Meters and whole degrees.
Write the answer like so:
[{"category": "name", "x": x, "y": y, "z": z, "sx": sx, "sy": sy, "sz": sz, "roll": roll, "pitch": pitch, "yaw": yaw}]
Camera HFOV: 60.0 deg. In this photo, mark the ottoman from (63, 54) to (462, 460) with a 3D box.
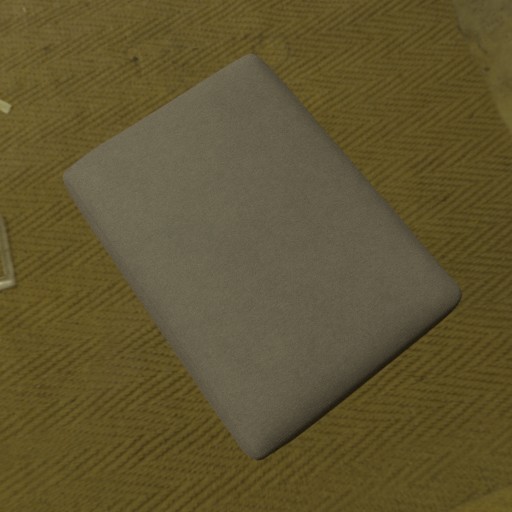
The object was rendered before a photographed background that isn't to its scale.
[{"category": "ottoman", "x": 0.000, "y": 0.000, "z": 1.150, "sx": 0.574, "sy": 0.497, "sz": 0.773, "roll": -35, "pitch": 78, "yaw": -8}]
